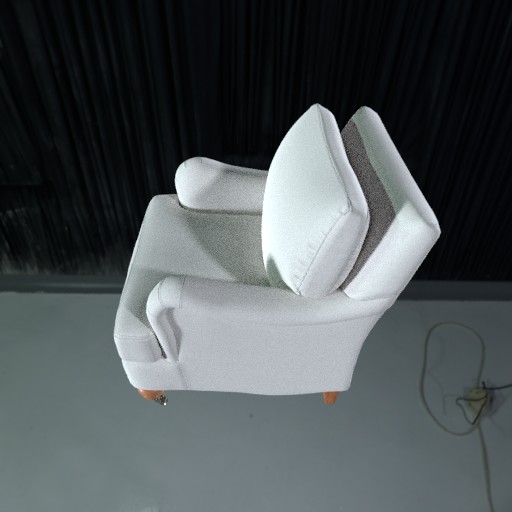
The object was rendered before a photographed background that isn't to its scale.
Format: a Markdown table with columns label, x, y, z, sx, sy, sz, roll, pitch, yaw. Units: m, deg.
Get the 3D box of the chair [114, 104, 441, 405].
| label | x | y | z | sx | sy | sz | roll | pitch | yaw |
| --- | --- | --- | --- | --- | --- | --- | --- | --- | --- |
| chair | 0.000 | 0.000 | 1.899 | 1.070 | 1.038 | 0.955 | -1 | 41 | -1 |
